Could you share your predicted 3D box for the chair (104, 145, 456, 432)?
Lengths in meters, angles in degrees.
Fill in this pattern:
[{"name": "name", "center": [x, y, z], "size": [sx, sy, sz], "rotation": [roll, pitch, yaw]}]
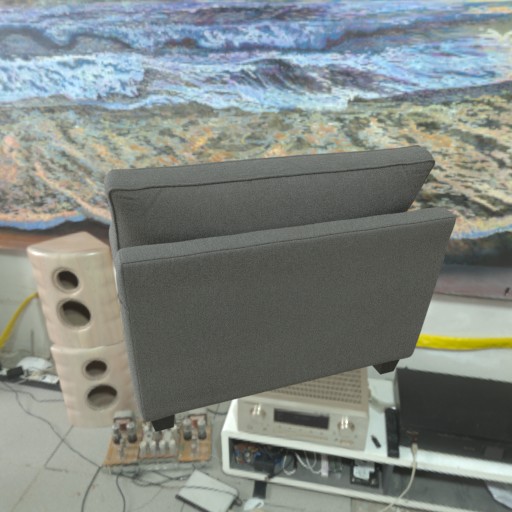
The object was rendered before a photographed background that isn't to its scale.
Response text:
[{"name": "chair", "center": [0.000, 0.000, 1.988], "size": [1.220, 1.016, 1.041], "rotation": [-8, 27, -17]}]
